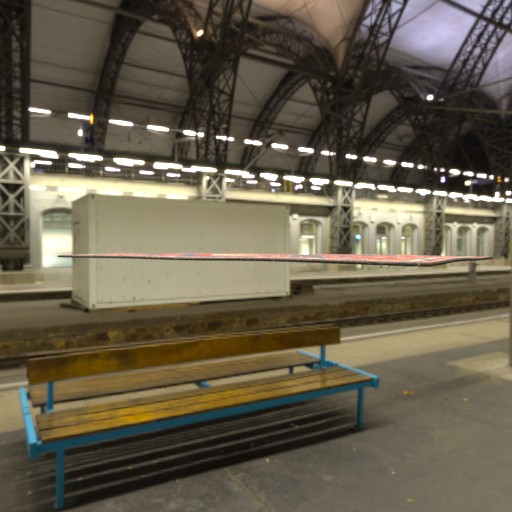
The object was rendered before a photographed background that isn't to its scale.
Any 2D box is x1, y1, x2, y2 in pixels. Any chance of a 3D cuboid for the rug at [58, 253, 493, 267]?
[{"bbox_3d":[0.000,0.000,3.416,3.032,0.034,1.522,1,1,37],"label":"rug"}]
